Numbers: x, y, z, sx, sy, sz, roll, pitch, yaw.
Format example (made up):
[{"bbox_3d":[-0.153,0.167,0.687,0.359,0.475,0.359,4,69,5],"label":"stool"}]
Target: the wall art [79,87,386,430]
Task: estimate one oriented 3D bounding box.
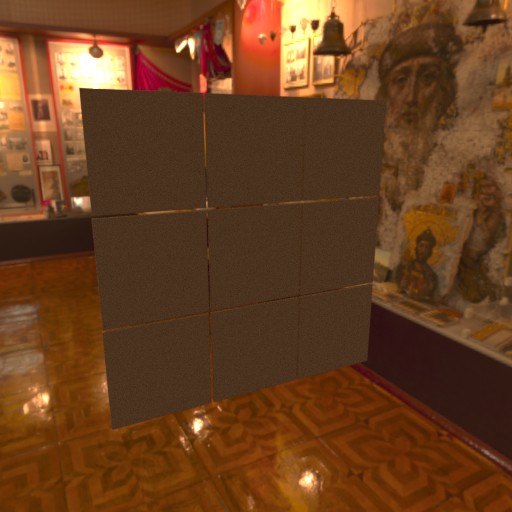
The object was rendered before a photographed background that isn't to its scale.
[{"bbox_3d":[0.000,0.000,1.777,1.216,1.216,0.013,-7,17,-25],"label":"wall art"}]
